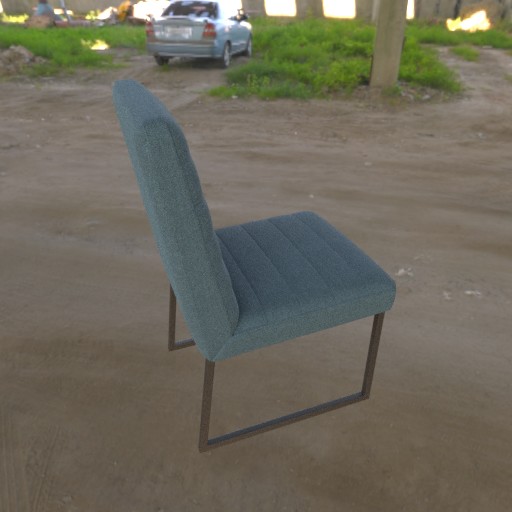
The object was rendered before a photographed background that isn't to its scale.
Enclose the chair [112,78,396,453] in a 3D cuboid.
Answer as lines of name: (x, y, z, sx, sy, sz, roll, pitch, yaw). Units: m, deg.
chair: (0.000, 0.000, 1.277, 0.634, 0.930, 0.520, -11, 32, -18)
